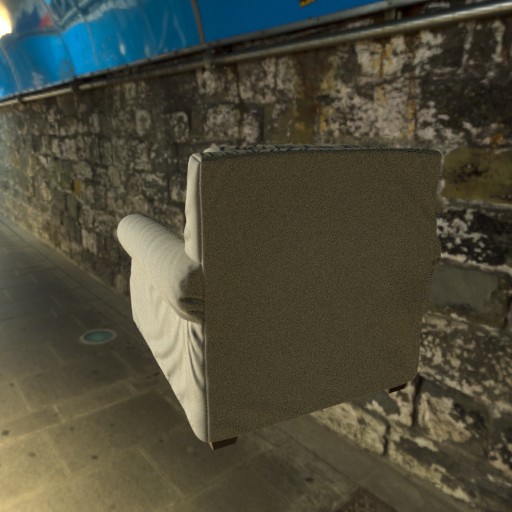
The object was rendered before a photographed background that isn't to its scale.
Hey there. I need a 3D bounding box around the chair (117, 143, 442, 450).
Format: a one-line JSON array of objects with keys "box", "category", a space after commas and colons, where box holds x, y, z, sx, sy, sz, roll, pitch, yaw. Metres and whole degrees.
[{"box": [0.000, 0.000, 1.745, 0.940, 0.866, 1.066, -7, 17, -25], "category": "chair"}]
